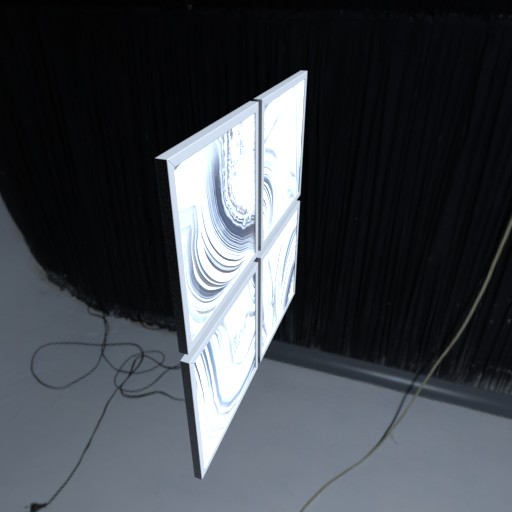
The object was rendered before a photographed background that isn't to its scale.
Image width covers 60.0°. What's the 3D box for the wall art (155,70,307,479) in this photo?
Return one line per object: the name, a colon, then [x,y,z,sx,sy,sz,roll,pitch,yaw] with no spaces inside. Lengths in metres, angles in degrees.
wall art: [0.000,0.000,1.648,0.029,1.118,1.118,11,34,17]
